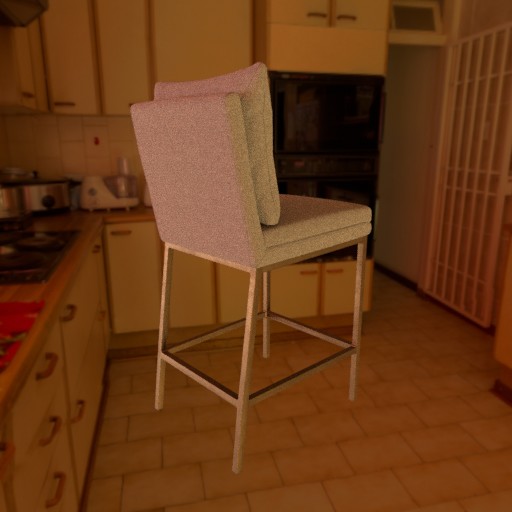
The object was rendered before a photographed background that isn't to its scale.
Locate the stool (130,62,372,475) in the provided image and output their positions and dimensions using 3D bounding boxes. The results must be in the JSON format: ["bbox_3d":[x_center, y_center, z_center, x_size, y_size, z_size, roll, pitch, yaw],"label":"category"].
[{"bbox_3d":[0.000,0.000,1.375,0.569,1.031,0.463,-13,20,-41],"label":"stool"}]
